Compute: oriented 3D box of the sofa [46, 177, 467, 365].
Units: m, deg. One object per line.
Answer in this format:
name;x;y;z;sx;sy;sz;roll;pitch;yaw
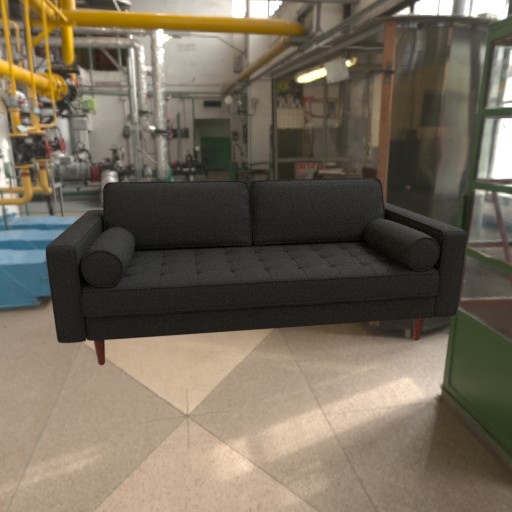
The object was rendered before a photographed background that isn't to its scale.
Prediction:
sofa;0.000;0.000;2.387;1.875;0.759;0.914;-3;16;-9
